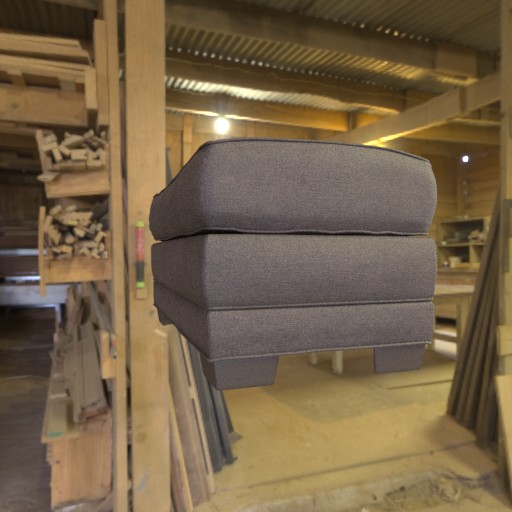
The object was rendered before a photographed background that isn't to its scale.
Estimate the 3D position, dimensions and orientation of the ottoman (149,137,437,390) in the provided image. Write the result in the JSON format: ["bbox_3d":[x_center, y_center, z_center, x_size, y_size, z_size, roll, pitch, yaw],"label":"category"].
[{"bbox_3d":[0.000,0.000,1.186,0.490,0.448,0.864,0,1,-19],"label":"ottoman"}]
